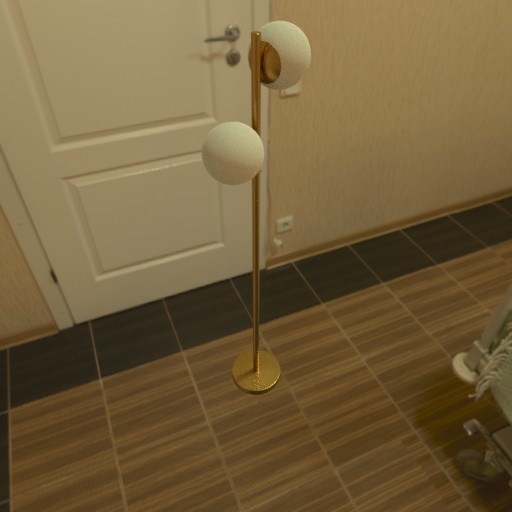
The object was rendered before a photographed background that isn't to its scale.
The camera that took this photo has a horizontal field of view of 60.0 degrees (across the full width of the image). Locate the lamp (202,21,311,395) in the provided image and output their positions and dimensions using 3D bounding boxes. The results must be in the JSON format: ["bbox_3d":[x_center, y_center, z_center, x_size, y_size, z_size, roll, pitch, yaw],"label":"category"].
[{"bbox_3d":[0.000,0.000,1.752,0.249,1.641,0.419,27,48,27],"label":"lamp"}]
